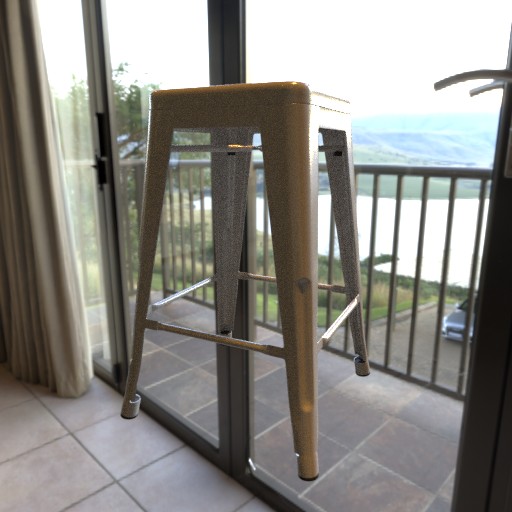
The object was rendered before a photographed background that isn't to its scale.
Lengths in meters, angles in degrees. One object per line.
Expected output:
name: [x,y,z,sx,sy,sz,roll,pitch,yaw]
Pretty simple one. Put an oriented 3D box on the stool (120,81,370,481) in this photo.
stool: [0.000,0.000,0.885,0.406,0.610,0.406,7,15,26]
